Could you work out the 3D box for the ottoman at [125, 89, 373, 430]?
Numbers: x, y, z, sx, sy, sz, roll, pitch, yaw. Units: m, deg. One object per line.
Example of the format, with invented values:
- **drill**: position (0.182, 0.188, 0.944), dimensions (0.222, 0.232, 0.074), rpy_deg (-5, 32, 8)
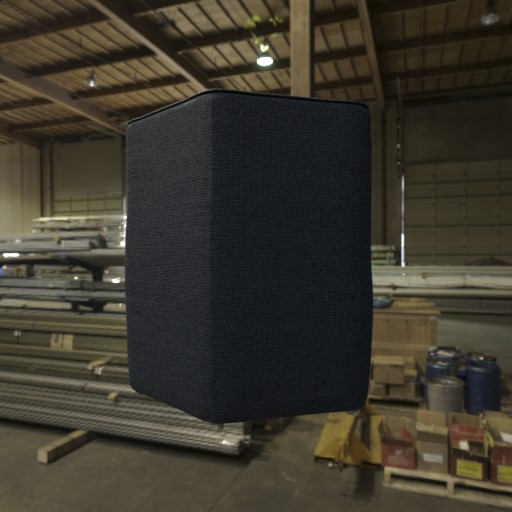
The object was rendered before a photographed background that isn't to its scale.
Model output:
- **ottoman**: position (0.000, 0.000, 0.869), dimensions (0.454, 0.505, 0.492), rpy_deg (0, 1, 19)
